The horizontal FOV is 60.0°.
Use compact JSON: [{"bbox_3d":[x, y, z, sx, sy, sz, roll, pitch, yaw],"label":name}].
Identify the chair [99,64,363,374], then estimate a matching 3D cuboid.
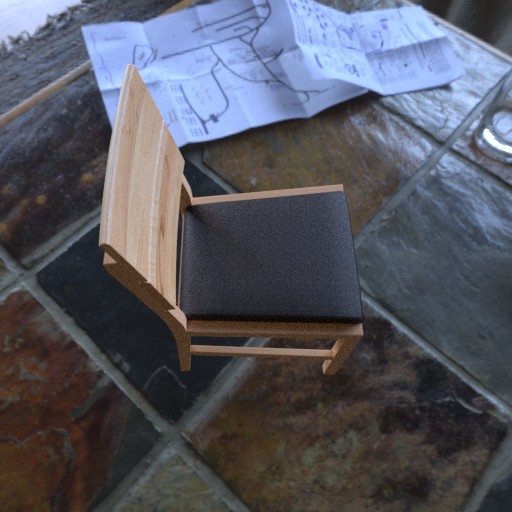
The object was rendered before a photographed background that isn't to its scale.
[{"bbox_3d":[0.000,0.000,1.246,0.560,0.950,0.475,-1,63,-1],"label":"chair"}]
